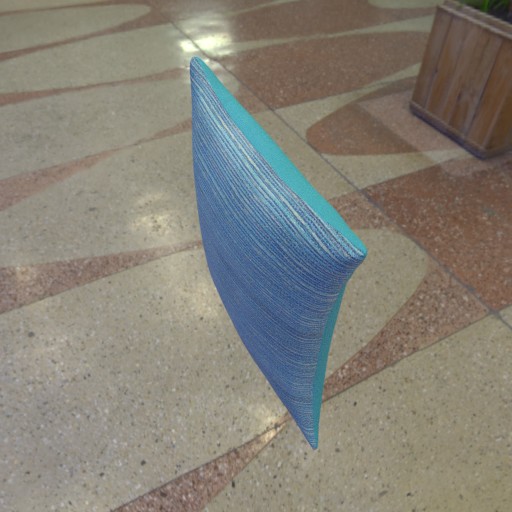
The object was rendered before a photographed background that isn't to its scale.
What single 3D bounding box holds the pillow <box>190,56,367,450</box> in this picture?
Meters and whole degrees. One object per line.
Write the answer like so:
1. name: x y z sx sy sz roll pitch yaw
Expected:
1. pillow: 0.000 0.000 0.764 0.150 0.497 0.514 -18 48 -17
